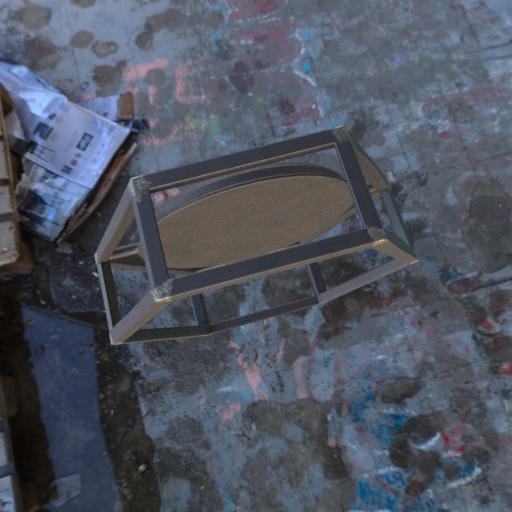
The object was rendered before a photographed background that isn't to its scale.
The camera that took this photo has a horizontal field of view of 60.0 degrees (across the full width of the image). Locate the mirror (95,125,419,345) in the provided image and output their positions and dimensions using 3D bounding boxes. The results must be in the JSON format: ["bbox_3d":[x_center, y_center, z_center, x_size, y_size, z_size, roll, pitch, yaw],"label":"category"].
[{"bbox_3d":[0.000,0.000,0.542,0.380,0.334,0.119,-15,75,-4],"label":"mirror"}]
